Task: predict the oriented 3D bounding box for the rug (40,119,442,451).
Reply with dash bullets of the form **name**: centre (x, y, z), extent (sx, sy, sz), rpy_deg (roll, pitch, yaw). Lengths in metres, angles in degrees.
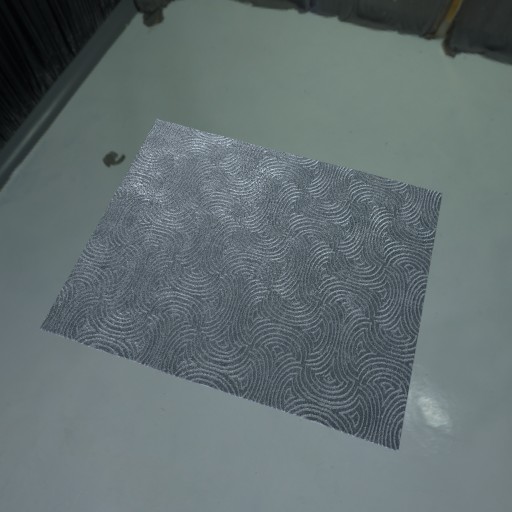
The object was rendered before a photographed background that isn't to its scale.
- **rug**: centre (0.000, 0.000, 4.039), extent (3.042, 0.021, 2.456), rpy_deg (16, 65, 8)
